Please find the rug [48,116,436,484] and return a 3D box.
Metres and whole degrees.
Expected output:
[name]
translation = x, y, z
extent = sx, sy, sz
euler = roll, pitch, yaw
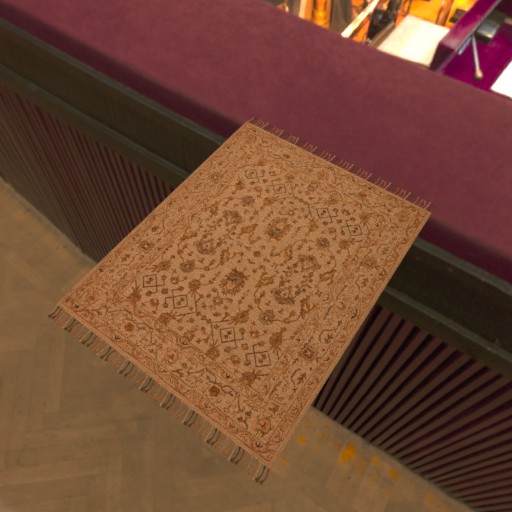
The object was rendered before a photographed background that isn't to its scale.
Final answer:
[rug]
translation = 0.000, 0.000, 2.319
extent = 1.278, 0.009, 1.726
euler = 31, 63, 18
